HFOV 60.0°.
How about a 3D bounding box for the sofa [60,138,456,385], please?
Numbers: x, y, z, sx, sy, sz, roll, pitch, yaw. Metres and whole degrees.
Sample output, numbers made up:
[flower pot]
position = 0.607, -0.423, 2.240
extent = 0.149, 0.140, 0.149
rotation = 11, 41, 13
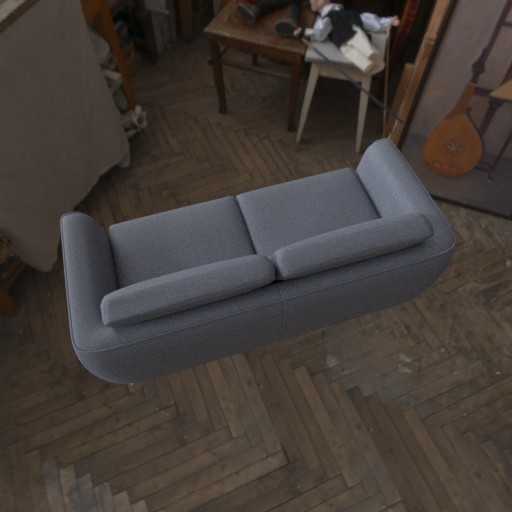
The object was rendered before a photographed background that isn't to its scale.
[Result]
[sofa]
position = 0.000, 0.000, 2.556
extent = 2.000, 0.870, 0.920
rotation = -15, 60, -9
